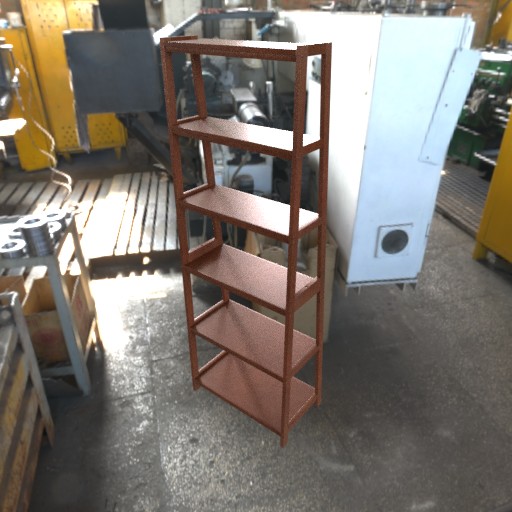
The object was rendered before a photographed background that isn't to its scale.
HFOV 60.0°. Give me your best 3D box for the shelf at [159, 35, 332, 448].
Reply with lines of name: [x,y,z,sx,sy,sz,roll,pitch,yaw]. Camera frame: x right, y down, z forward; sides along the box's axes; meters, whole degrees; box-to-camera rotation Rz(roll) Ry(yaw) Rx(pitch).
shelf: [0.000,0.000,2.142,0.660,1.892,0.382,21,35,32]
